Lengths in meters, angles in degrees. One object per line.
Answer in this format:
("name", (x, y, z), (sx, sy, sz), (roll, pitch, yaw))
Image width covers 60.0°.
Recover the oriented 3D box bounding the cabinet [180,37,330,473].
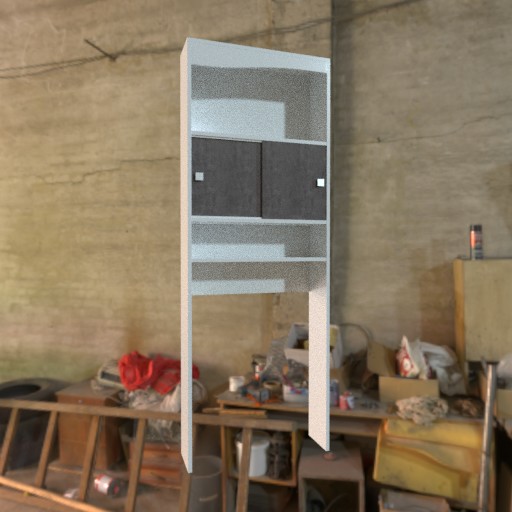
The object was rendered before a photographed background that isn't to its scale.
("cabinet", (0.000, 0.000, 1.985), (0.643, 1.770, 0.192), (0, 1, -18))
